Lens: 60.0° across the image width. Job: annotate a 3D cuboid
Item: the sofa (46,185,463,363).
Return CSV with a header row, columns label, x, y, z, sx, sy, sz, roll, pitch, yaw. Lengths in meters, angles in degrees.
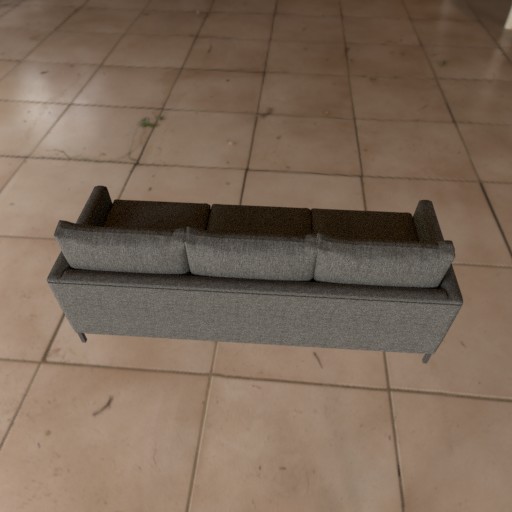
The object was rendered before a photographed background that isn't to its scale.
label,x,y,z,sx,sy,sz,roll,pitch,yaw
sofa,0.000,0.000,2.769,2.253,0.879,0.876,3,46,3
